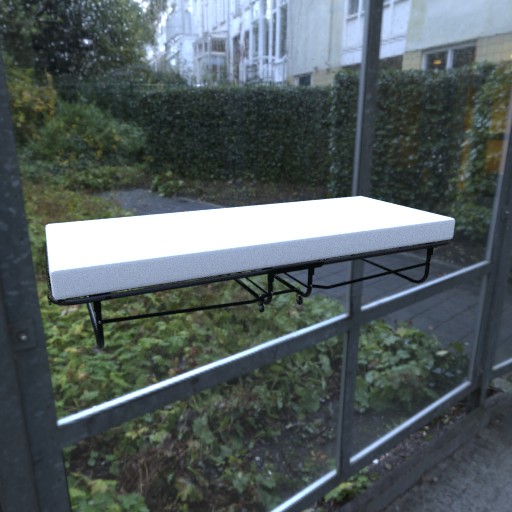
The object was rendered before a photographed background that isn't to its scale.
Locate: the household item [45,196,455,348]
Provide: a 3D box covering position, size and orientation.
[{"bbox_3d":[0.000,0.000,2.201,1.905,0.356,0.787,-8,19,-24],"label":"household item"}]
